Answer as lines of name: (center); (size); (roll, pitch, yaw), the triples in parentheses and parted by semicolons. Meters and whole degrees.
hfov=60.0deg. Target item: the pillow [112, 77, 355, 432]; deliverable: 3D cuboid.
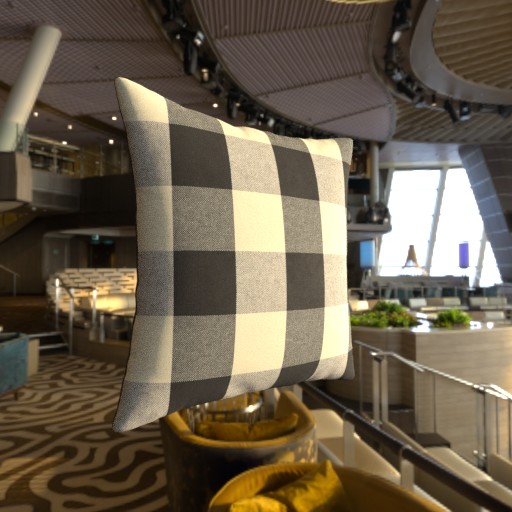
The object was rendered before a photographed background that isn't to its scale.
pillow: (0.000, 0.000, 0.785); (0.511, 0.509, 0.161); (1, -2, -37)
